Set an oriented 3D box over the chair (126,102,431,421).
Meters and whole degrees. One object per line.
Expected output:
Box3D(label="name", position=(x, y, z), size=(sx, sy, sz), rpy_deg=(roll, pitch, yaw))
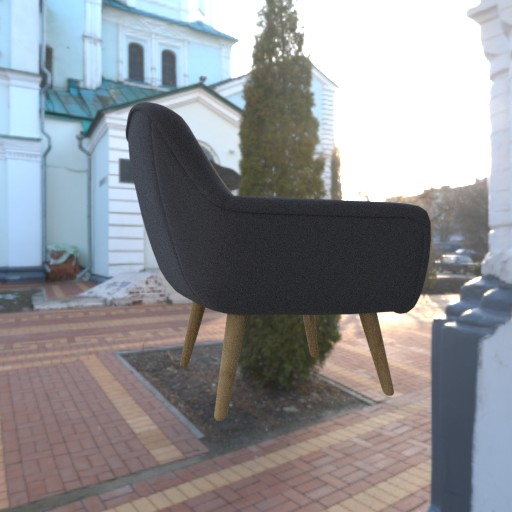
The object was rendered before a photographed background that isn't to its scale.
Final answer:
Box3D(label="chair", position=(0.000, 0.000, 1.395), size=(0.779, 0.800, 0.770), rpy_deg=(0, 1, -19))
